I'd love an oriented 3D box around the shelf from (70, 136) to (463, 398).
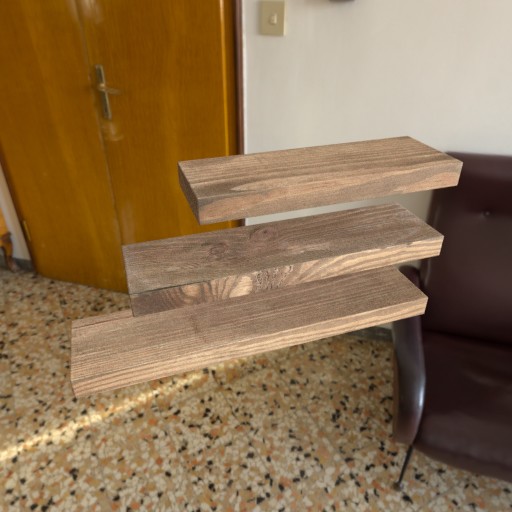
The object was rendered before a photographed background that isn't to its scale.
[{"bbox_3d":[0.000,0.000,0.715,0.610,0.293,0.140,-10,34,-16],"label":"shelf"}]
